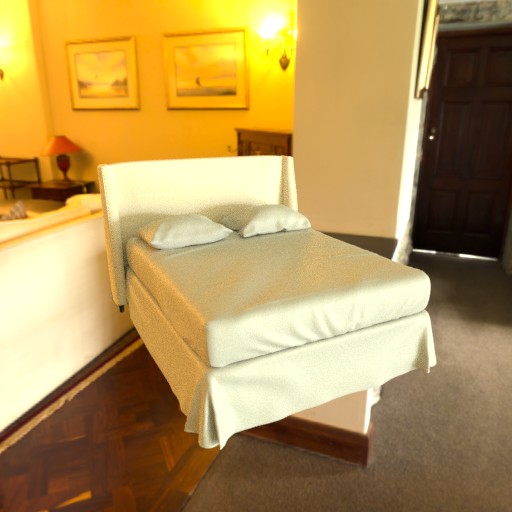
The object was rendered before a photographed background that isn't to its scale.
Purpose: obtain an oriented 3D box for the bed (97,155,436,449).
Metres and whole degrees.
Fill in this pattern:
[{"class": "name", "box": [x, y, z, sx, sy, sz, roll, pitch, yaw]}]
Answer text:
[{"class": "bed", "box": [0.000, 0.000, 3.470, 1.925, 1.332, 2.276, -9, 20, -26]}]
